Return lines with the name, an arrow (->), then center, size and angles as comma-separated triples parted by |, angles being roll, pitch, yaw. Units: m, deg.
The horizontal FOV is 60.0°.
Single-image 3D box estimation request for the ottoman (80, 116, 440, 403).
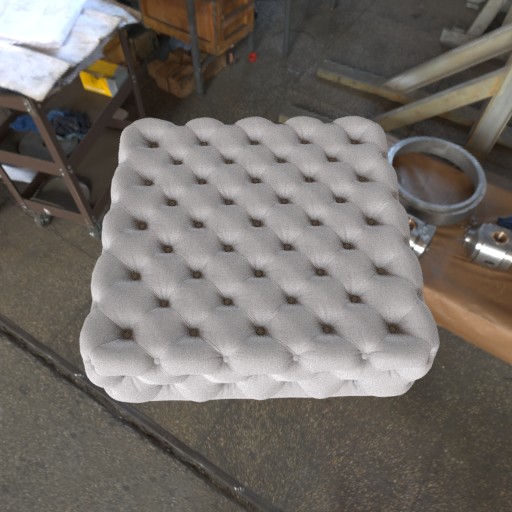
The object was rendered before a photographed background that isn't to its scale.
ottoman -> 0.000, 0.000, 1.206 | 0.764, 0.365, 0.758 | -1, 57, -1
